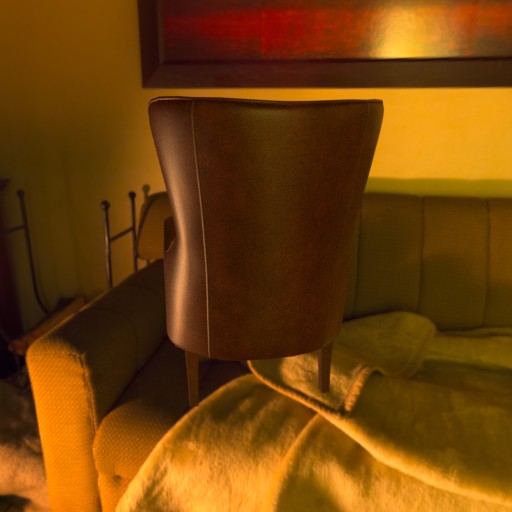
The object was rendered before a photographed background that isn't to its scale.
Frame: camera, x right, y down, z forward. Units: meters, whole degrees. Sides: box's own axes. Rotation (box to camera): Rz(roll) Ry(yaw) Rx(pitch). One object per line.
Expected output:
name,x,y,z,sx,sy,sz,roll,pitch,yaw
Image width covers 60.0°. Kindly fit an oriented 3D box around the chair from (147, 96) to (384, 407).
chair,0.000,0.000,1.625,0.692,1.048,0.914,-3,15,-10
